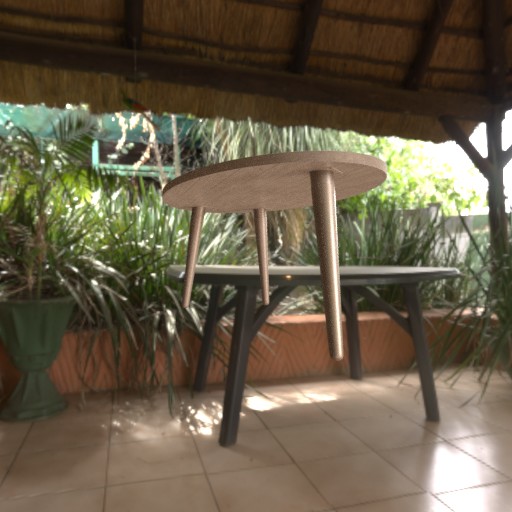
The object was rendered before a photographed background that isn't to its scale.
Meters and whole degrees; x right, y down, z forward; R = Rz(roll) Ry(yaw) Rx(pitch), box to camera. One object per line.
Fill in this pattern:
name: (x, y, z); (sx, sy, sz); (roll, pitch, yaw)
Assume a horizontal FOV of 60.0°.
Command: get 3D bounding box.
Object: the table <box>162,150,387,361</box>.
table: (0.000, 0.000, 1.327); (0.542, 0.390, 1.083); (0, 0, -17)
